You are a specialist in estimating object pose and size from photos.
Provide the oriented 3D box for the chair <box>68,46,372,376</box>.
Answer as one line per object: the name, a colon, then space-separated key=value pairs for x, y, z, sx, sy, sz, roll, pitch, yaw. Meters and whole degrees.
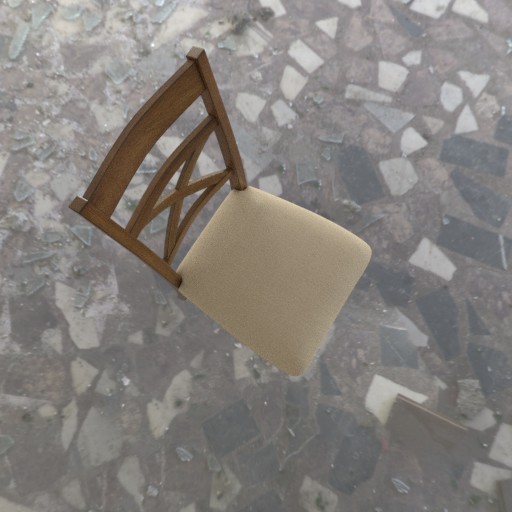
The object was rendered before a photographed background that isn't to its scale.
chair: x=0.000 y=0.000 z=1.266 sx=0.581 sy=0.949 sz=0.461 roll=31 pitch=78 yaw=7
